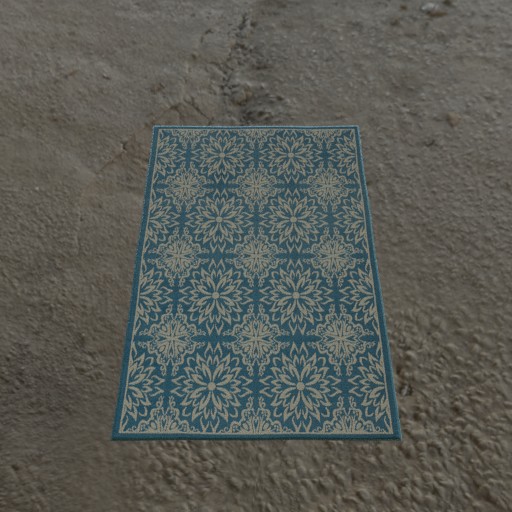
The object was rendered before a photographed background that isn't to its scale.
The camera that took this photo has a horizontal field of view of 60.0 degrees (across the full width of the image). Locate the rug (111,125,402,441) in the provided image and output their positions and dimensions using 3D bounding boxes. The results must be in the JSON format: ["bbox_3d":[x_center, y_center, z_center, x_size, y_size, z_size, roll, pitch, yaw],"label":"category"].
[{"bbox_3d":[0.000,0.000,2.855,1.554,0.012,2.205,0,63,0],"label":"rug"}]
